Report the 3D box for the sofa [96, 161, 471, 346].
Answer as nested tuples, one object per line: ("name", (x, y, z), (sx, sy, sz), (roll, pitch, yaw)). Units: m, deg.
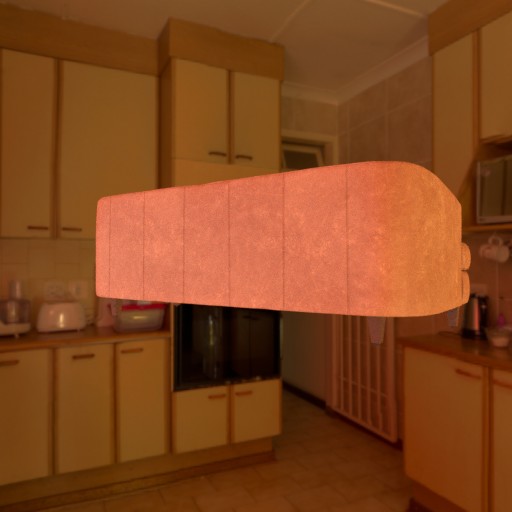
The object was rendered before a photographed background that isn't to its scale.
("sofa", (0.000, 0.000, 2.701), (2.257, 0.791, 0.922), (-1, -1, 35))
